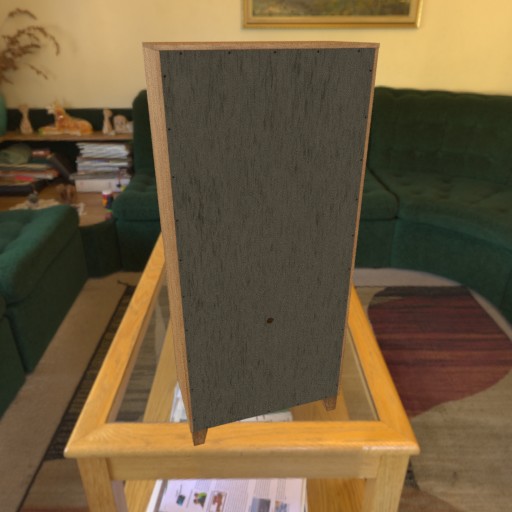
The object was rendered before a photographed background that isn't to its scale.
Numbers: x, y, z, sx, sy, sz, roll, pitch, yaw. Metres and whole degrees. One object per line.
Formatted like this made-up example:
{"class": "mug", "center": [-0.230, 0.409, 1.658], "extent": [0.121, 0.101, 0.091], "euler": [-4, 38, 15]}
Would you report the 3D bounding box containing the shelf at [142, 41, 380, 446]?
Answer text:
{"class": "shelf", "center": [0.000, 0.000, 2.224], "extent": [0.864, 1.930, 0.453], "euler": [-8, 28, -16]}
